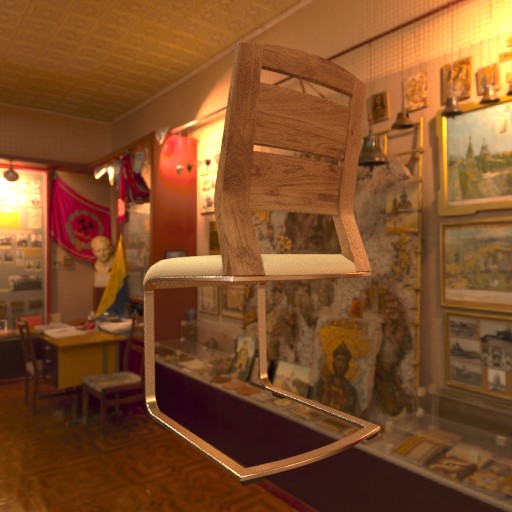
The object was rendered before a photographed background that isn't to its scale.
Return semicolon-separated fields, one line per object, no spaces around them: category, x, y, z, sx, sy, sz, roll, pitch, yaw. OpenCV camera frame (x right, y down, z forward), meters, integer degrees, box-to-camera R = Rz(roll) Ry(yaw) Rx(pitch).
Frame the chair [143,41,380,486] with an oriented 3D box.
chair;0.000;0.000;1.251;0.457;0.955;0.561;0;0;-37
